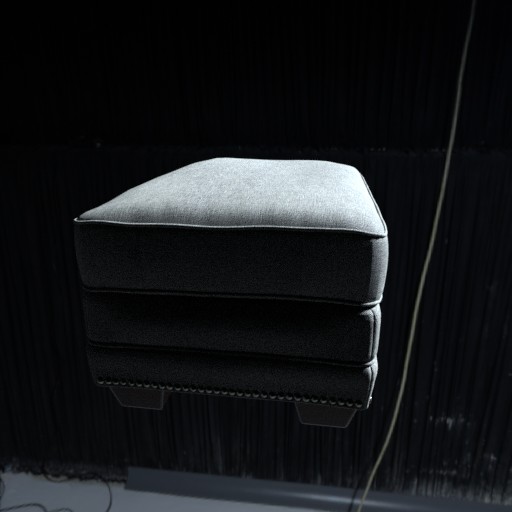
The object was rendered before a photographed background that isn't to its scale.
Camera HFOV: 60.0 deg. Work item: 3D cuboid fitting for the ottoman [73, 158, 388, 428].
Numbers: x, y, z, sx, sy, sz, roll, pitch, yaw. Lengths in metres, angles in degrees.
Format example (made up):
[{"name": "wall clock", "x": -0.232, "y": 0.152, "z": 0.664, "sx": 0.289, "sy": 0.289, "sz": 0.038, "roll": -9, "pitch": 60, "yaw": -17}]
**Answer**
[{"name": "ottoman", "x": 0.000, "y": 0.000, "z": 1.138, "sx": 0.561, "sy": 0.457, "sz": 0.813, "roll": 3, "pitch": 17, "yaw": 8}]
